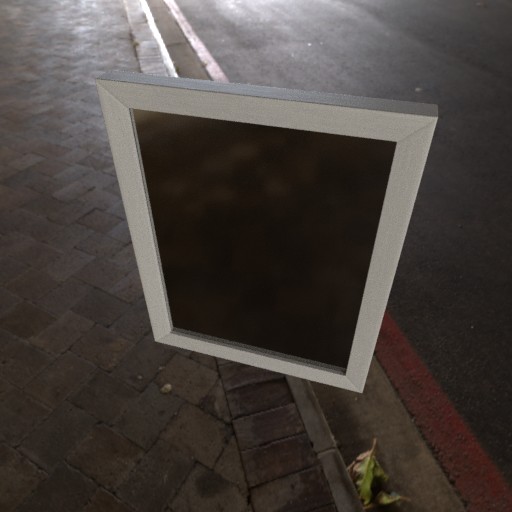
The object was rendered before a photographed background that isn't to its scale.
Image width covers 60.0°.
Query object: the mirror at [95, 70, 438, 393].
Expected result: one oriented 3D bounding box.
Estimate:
[{"bbox_3d":[0.000,0.000,0.682,0.405,0.508,0.041,11,41,13],"label":"mirror"}]
